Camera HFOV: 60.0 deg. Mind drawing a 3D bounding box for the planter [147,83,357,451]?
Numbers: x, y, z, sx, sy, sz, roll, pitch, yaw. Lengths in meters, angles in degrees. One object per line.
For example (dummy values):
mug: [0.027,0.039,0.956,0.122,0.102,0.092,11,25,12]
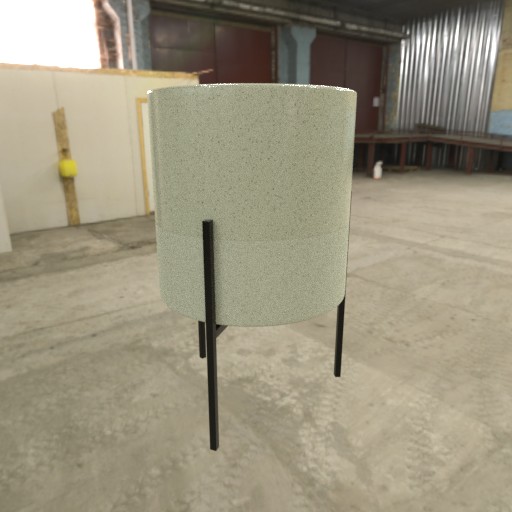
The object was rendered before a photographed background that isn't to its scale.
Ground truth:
planter: [0.000,0.000,0.562,0.243,0.390,0.234,-3,17,-10]
